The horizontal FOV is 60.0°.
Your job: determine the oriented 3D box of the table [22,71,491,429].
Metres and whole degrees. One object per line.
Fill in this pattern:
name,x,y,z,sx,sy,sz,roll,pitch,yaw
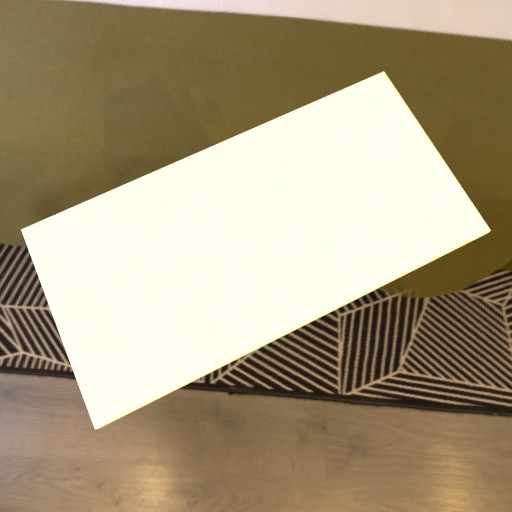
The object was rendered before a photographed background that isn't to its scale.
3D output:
table,0.000,0.000,1.407,1.107,0.510,0.550,-25,76,-7
